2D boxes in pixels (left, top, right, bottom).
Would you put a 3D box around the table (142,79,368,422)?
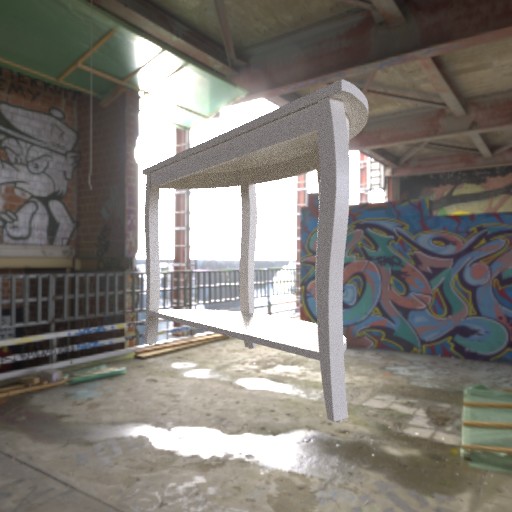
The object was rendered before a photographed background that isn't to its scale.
[{"bbox_3d":[0.000,0.000,1.599,0.394,0.780,1.219,0,-1,-35],"label":"table"}]
